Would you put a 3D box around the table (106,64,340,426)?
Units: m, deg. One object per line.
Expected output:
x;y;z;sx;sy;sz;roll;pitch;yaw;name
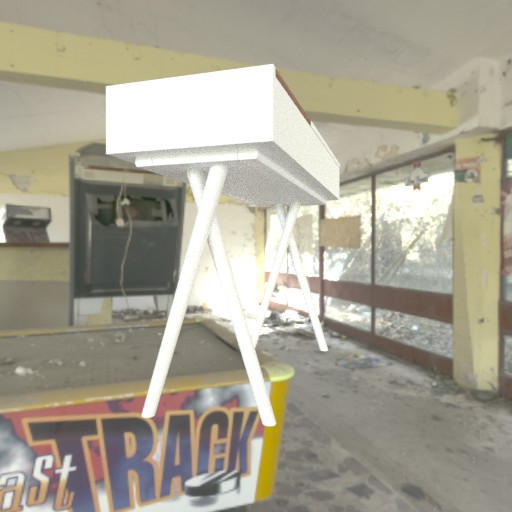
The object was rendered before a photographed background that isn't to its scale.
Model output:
0.000;0.000;1.467;0.418;0.785;1.066;0;1;18;table
